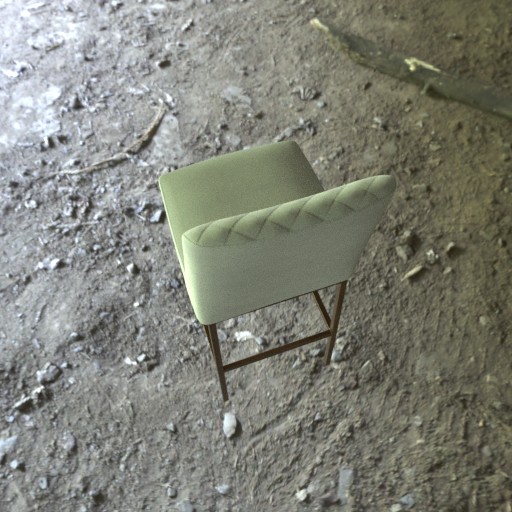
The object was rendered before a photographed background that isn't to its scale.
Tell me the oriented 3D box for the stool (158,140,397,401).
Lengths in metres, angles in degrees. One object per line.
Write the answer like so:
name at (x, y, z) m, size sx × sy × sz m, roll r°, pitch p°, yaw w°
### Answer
stool at (0.000, 0.000, 1.372) m, size 0.462 × 1.084 × 0.546 m, roll -17°, pitch 61°, yaw -10°
